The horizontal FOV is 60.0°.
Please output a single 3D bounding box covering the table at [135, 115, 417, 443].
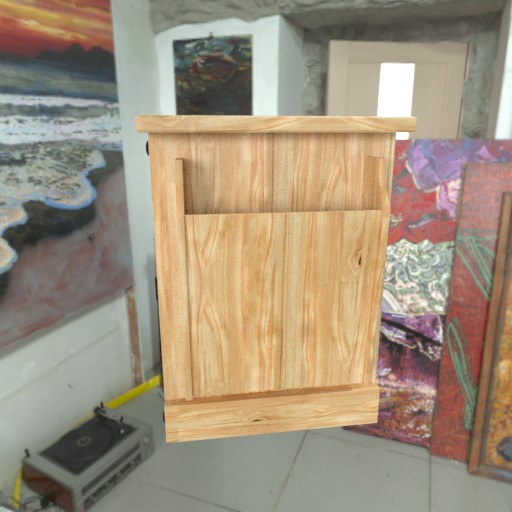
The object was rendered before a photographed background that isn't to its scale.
[{"bbox_3d":[0.000,0.000,0.878,0.380,0.515,0.530,-2,16,-8],"label":"table"}]
